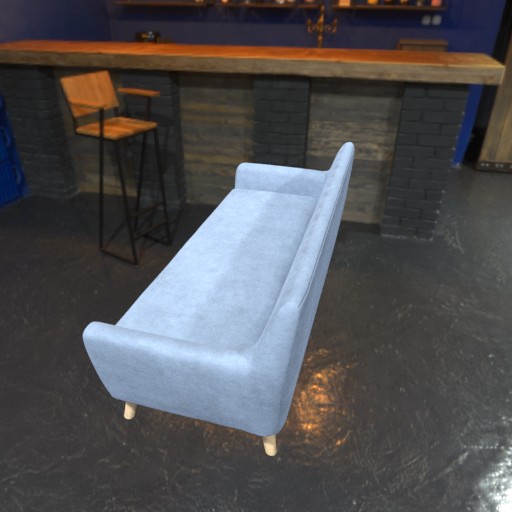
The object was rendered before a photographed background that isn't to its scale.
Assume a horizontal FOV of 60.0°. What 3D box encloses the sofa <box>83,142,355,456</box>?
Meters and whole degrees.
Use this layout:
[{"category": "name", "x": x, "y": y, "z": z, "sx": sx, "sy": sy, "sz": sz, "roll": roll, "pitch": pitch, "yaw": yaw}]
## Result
[{"category": "sofa", "x": 0.000, "y": 0.000, "z": 2.422, "sx": 0.830, "sy": 0.830, "sz": 1.970, "roll": 8, "pitch": 32, "yaw": 14}]
